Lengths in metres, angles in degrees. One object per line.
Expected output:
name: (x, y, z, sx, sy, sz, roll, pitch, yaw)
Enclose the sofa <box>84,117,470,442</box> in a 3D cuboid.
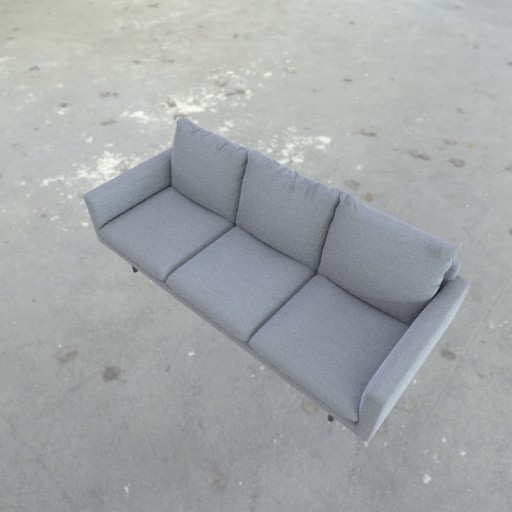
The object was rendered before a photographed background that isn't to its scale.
sofa: (0.000, 0.000, 2.460, 2.000, 0.830, 0.850, 31, 53, 27)
